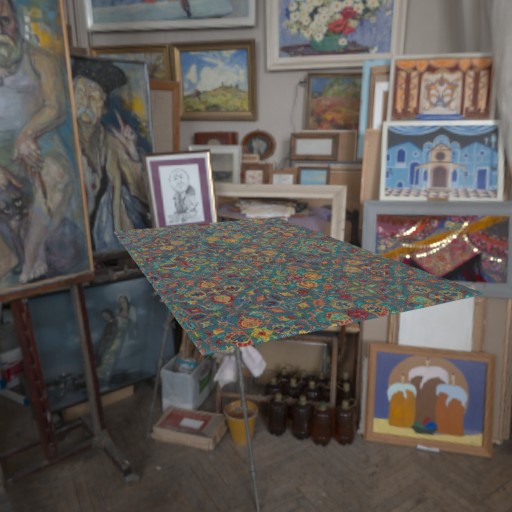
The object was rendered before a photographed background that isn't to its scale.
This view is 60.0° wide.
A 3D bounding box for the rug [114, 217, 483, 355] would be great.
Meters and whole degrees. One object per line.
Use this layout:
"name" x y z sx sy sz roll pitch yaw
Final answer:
"rug" 0.000 0.000 2.382 1.216 0.014 1.836 -7 17 -24
